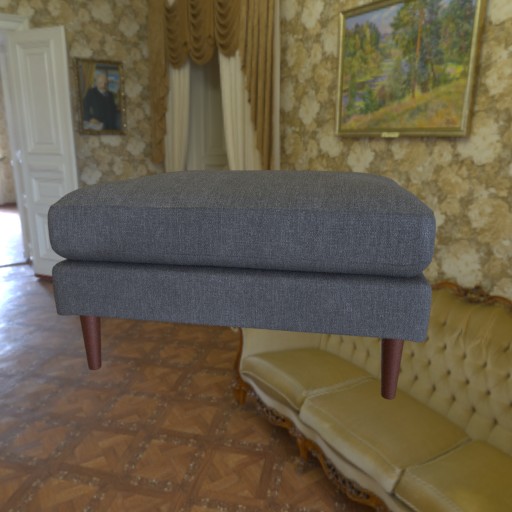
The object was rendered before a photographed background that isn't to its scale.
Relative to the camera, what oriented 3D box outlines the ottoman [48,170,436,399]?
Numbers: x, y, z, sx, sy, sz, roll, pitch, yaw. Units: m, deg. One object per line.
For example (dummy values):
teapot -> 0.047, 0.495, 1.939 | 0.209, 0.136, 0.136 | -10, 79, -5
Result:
ottoman -> 0.000, 0.000, 1.248 | 0.821, 0.474, 0.693 | 3, 14, 10
